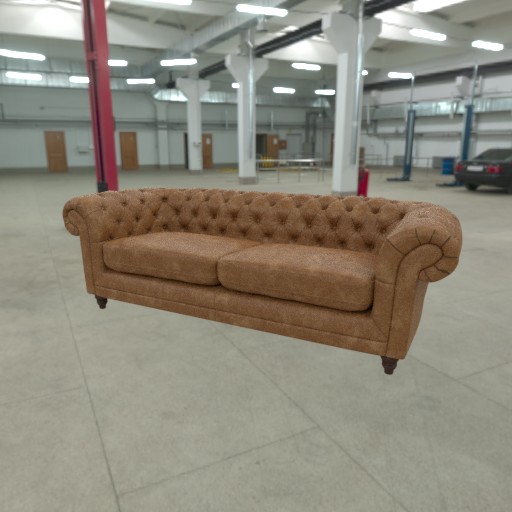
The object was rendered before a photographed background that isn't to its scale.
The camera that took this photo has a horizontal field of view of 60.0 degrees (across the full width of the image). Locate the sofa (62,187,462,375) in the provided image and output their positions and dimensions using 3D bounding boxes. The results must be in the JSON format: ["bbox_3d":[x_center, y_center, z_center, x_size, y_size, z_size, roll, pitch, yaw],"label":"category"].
[{"bbox_3d":[0.000,0.000,2.808,2.365,0.760,0.989,7,16,27],"label":"sofa"}]
